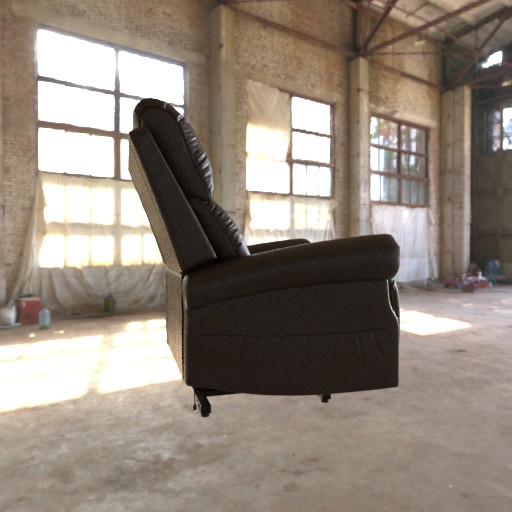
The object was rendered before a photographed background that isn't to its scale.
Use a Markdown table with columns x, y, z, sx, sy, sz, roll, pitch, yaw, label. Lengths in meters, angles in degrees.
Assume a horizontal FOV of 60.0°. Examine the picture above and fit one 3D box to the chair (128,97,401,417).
| x | y | z | sx | sy | sz | roll | pitch | yaw | label |
| --- | --- | --- | --- | --- | --- | --- | --- | --- | --- |
| 0.000 | 0.000 | 1.770 | 0.978 | 1.028 | 0.869 | 0 | 1 | -16 | chair |
